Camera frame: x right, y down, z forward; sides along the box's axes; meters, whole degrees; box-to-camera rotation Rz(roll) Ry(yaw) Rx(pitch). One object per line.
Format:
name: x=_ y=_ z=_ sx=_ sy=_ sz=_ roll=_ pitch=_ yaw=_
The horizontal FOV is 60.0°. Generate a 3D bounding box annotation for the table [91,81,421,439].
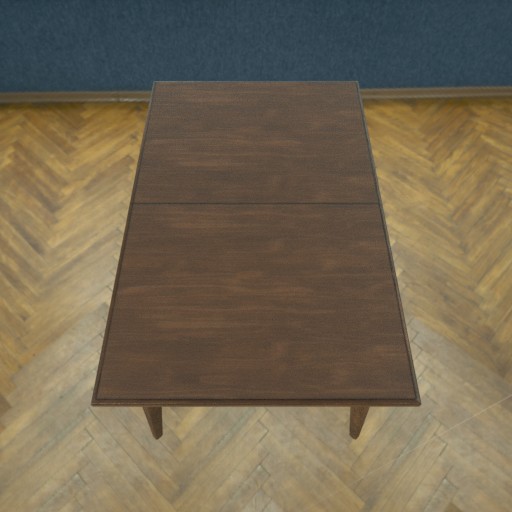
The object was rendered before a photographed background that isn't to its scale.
table: x=0.000 y=0.000 z=2.047 sx=0.990 sy=0.761 sz=1.524 roll=0 pitch=58 yaw=0
